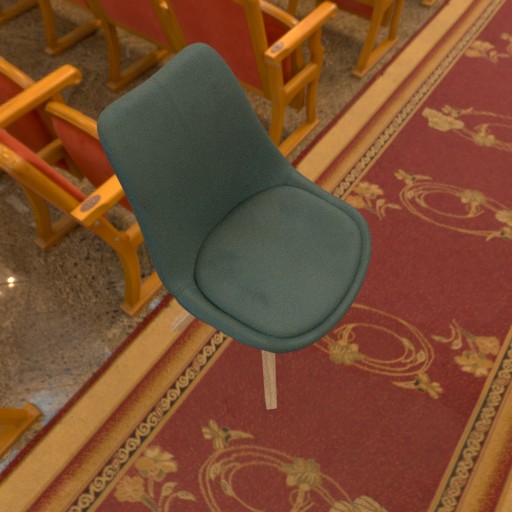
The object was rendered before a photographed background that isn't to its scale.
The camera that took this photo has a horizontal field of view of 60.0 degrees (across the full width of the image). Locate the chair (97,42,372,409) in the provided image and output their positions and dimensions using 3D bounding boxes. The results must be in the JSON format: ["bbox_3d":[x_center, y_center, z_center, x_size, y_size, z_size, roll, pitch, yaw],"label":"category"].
[{"bbox_3d":[0.000,0.000,1.156,0.547,0.865,0.483,33,65,18],"label":"chair"}]
